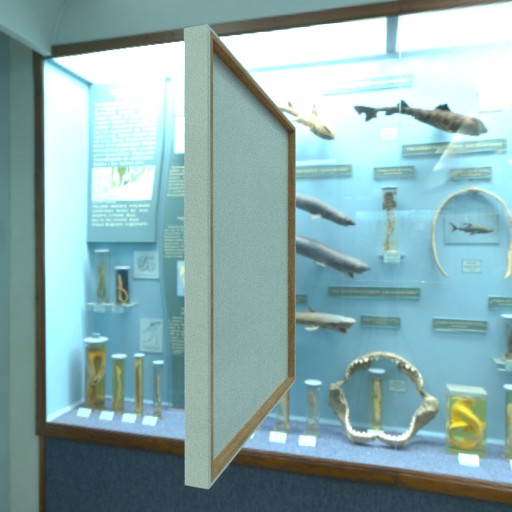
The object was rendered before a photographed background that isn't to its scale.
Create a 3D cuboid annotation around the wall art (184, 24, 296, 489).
[{"bbox_3d":[0.000,0.000,0.823,0.037,0.606,0.508,0,1,18],"label":"wall art"}]
